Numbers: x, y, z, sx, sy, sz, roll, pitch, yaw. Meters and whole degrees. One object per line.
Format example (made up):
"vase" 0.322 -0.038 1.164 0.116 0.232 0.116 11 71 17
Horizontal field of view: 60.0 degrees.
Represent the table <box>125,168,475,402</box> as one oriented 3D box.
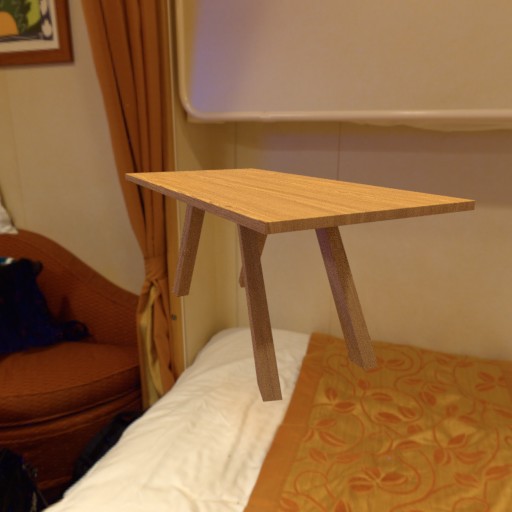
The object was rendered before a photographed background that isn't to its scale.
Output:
"table" 0.000 0.000 2.315 0.901 0.750 1.797 -8 17 -27
